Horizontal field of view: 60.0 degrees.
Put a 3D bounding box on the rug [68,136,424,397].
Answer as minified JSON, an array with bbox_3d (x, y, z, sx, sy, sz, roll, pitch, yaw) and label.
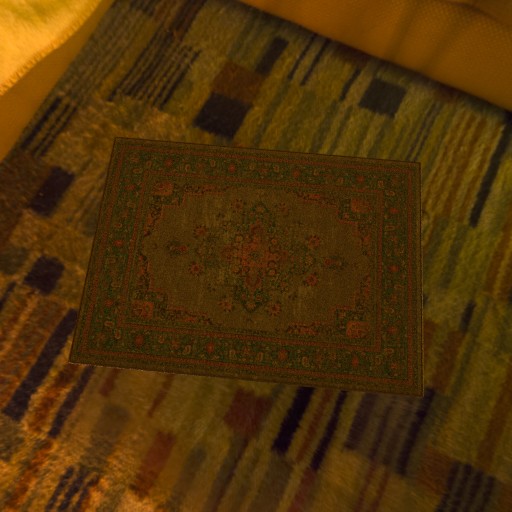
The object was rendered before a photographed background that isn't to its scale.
[{"bbox_3d":[0.000,0.000,2.965,2.214,0.013,1.609,5,74,2],"label":"rug"}]
